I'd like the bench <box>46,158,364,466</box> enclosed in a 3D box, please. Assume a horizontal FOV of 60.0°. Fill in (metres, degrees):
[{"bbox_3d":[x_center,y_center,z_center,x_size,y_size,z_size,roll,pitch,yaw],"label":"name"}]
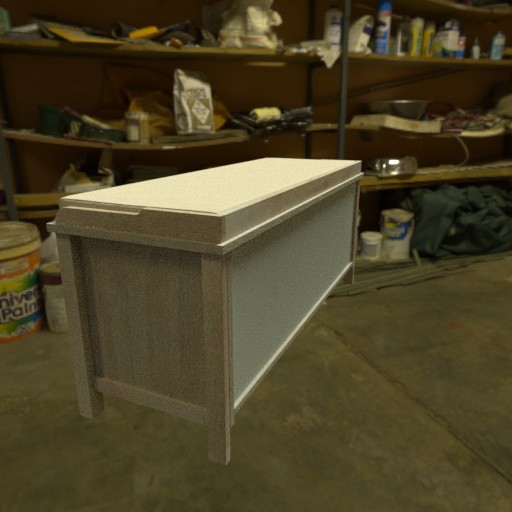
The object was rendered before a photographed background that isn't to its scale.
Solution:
[{"bbox_3d":[0.000,0.000,1.357,0.398,0.501,1.140,8,19,23],"label":"bench"}]
